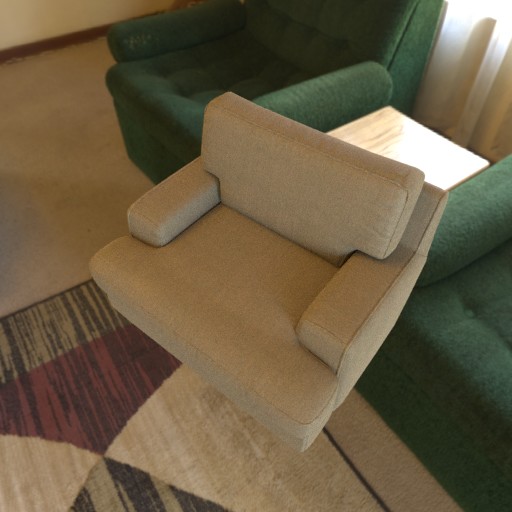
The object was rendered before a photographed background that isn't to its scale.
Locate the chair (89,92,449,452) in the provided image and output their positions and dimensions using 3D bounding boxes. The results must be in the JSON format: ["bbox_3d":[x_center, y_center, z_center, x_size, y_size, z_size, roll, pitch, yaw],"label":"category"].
[{"bbox_3d":[0.000,0.000,2.019,1.270,0.974,1.043,30,55,24],"label":"chair"}]
